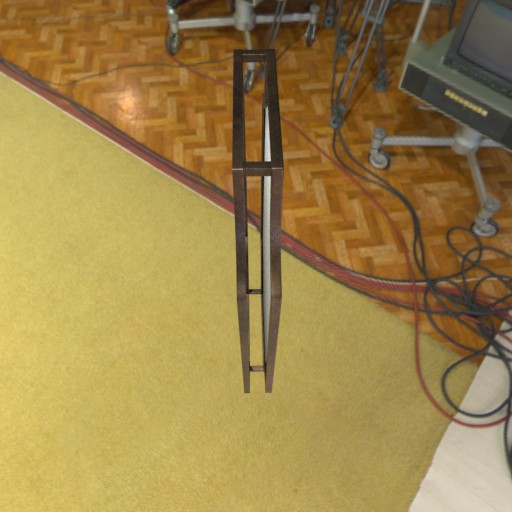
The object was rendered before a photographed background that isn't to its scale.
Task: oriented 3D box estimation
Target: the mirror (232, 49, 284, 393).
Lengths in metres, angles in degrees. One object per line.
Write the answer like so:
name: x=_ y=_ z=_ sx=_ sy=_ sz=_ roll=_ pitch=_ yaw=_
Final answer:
mirror: x=0.000 y=0.000 z=0.970 sx=0.066 sy=0.811 sz=0.462 roll=-1 pitch=58 yaw=-1
